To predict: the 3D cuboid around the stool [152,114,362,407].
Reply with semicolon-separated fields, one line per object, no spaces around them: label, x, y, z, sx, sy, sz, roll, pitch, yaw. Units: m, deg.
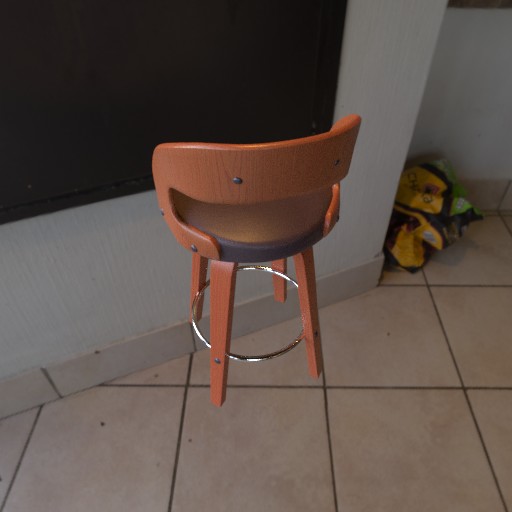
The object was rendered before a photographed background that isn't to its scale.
stool;0.000;0.000;1.219;0.457;0.940;0.457;-12;45;-13
